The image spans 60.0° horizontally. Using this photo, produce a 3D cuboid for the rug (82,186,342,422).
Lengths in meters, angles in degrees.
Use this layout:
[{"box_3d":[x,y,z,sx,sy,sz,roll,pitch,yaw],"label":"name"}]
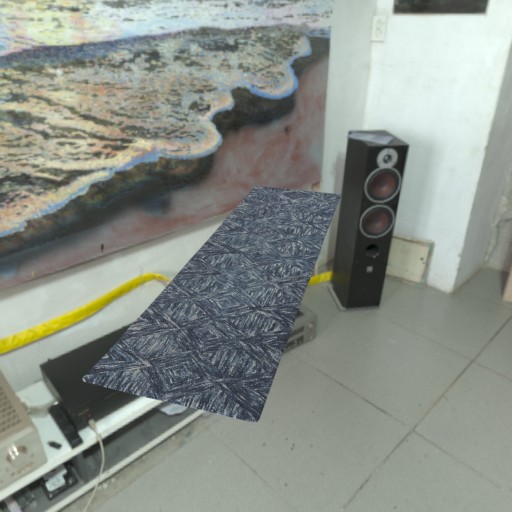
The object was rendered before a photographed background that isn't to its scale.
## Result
[{"box_3d":[0.000,0.000,2.571,0.719,0.013,2.306,8,29,14],"label":"rug"}]
